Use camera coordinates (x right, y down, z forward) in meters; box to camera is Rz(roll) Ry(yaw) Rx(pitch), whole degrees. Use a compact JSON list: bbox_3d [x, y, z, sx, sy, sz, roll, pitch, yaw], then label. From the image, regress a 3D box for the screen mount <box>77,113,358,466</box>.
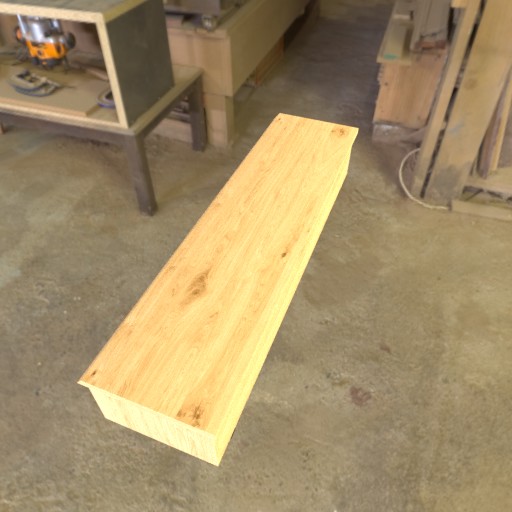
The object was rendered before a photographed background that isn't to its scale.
[{"bbox_3d":[0.000,0.000,1.928,0.450,0.430,1.700,16,48,15],"label":"screen mount"}]
